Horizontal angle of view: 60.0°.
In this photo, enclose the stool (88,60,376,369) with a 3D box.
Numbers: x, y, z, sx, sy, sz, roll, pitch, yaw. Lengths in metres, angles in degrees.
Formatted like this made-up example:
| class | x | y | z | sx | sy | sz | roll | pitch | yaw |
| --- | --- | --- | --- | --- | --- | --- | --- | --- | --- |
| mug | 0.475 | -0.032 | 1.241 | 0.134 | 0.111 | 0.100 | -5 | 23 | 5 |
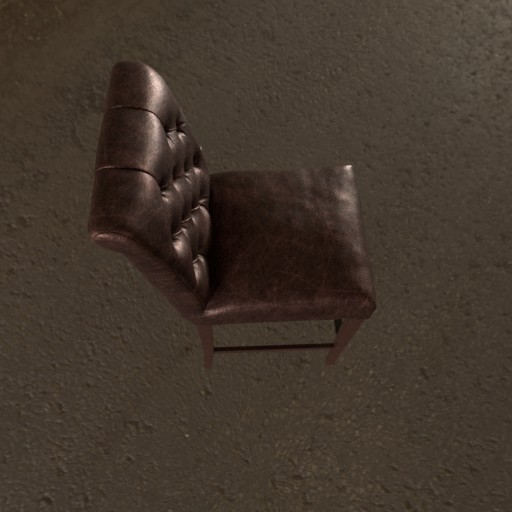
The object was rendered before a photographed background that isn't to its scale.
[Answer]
| class | x | y | z | sx | sy | sz | roll | pitch | yaw |
| --- | --- | --- | --- | --- | --- | --- | --- | --- | --- |
| stool | 0.000 | 0.000 | 1.425 | 0.659 | 1.168 | 0.483 | -2 | 64 | -1 |
